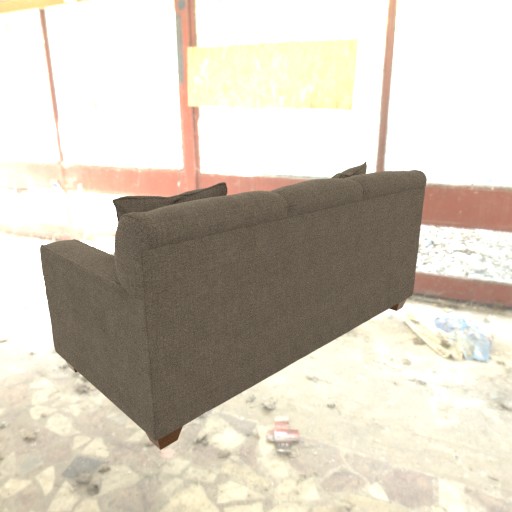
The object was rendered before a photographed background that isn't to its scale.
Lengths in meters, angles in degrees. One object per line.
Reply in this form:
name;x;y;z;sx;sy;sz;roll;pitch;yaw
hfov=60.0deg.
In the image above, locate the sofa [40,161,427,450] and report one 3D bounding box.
sofa;0.000;0.000;2.497;2.024;0.958;0.997;-16;24;-42
